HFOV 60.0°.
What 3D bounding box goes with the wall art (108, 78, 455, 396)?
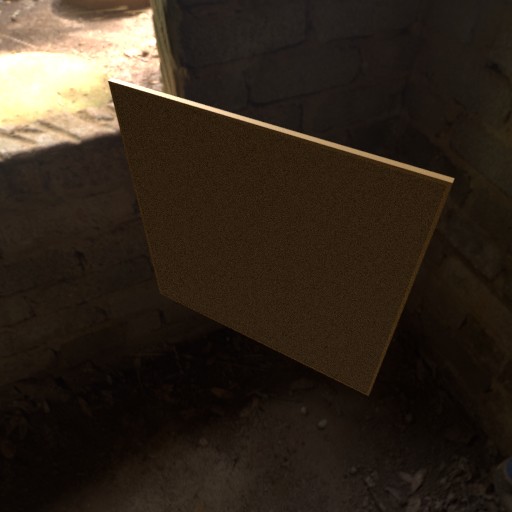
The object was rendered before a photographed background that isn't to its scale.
[{"bbox_3d":[0.000,0.000,0.988,0.657,0.655,0.014,23,50,20],"label":"wall art"}]
